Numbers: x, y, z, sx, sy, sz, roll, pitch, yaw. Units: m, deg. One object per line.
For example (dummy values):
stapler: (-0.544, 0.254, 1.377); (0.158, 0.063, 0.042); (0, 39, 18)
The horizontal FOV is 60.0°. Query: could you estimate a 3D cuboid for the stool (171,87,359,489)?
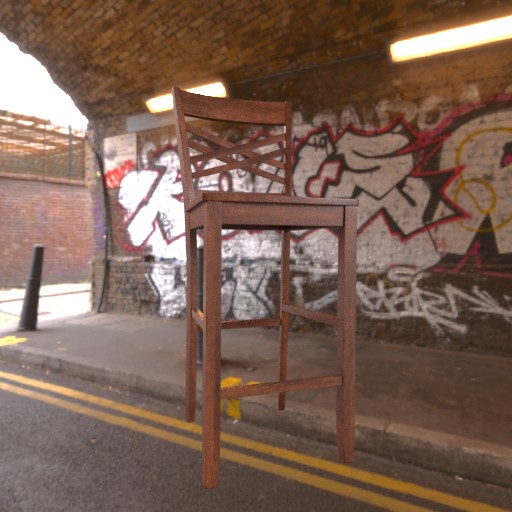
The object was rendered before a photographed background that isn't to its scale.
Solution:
stool: (0.000, 0.000, 1.336); (0.433, 1.105, 0.487); (0, 1, -20)
